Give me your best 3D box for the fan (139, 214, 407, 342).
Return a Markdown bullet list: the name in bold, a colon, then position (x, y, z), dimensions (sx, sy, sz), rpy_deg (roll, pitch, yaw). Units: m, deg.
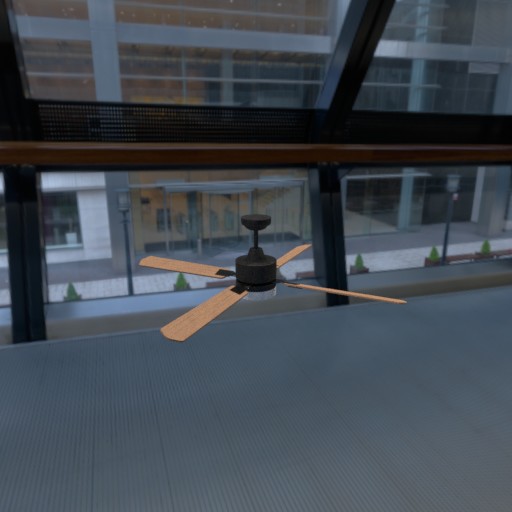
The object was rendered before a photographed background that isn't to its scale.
- **fan**: position (0.000, 0.000, 1.991), dimensions (1.320, 0.355, 1.320), rpy_deg (8, 18, 25)
